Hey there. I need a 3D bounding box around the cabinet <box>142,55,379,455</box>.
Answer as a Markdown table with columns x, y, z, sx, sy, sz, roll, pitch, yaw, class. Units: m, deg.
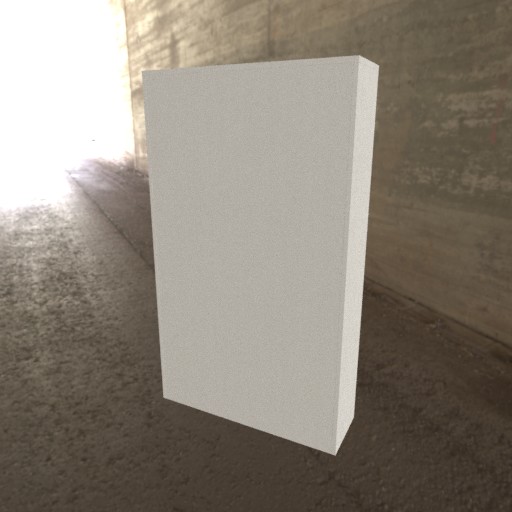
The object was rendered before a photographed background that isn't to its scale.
| x | y | z | sx | sy | sz | roll | pitch | yaw | class |
| --- | --- | --- | --- | --- | --- | --- | --- | --- | --- |
| 0.000 | 0.000 | 1.632 | 0.750 | 1.280 | 0.250 | 8 | 18 | 26 | cabinet |
